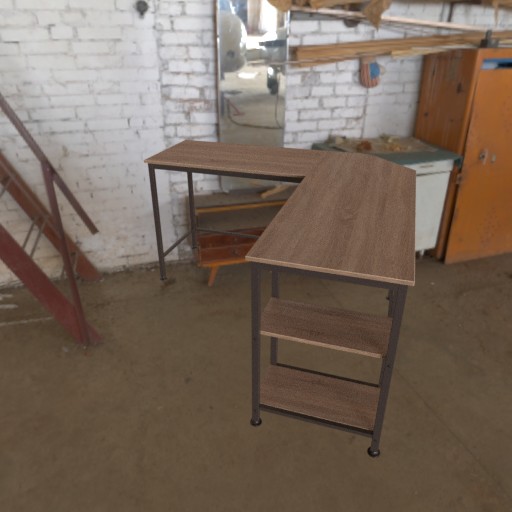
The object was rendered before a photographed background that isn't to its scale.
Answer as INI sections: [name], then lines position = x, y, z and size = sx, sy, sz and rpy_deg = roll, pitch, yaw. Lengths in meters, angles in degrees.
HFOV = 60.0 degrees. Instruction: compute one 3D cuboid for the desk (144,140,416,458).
[desk]
position = 0.000, 0.000, 2.177
size = 1.379, 0.739, 1.379
rpy_deg = 9, 29, 16
